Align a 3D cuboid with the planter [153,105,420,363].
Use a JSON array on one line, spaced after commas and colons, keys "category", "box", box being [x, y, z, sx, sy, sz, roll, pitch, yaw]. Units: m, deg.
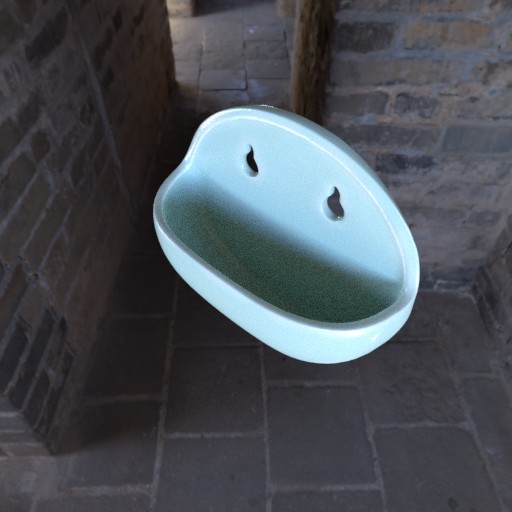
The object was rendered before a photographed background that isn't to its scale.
[{"category": "planter", "box": [0.000, 0.000, 0.279, 0.189, 0.164, 0.073, 33, 55, 27]}]
